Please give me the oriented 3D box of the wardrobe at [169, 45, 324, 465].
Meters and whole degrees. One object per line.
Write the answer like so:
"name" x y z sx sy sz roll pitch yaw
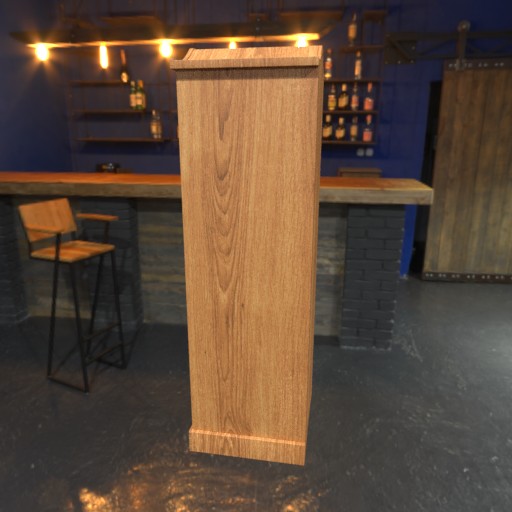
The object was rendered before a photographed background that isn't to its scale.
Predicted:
"wardrobe" 0.000 0.000 2.168 0.570 1.870 0.590 3 16 10
